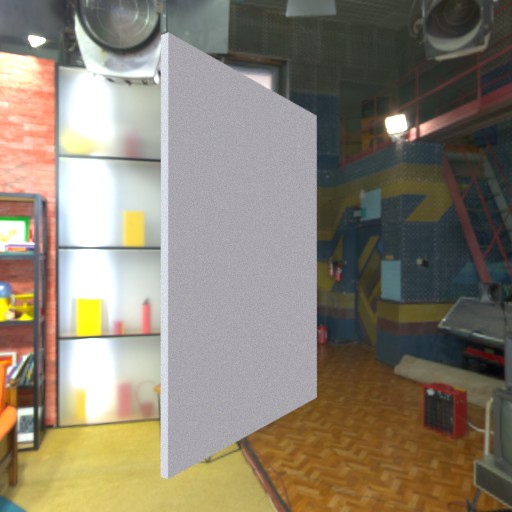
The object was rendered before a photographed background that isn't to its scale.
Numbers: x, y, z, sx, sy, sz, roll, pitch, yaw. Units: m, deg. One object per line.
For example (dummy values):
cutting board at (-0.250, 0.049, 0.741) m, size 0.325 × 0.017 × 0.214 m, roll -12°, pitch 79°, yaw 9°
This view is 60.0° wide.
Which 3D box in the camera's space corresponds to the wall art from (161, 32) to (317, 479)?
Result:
wall art at (0.000, 0.000, 0.687) m, size 0.013 × 0.533 × 0.381 m, roll 0°, pitch 0°, yaw 35°
